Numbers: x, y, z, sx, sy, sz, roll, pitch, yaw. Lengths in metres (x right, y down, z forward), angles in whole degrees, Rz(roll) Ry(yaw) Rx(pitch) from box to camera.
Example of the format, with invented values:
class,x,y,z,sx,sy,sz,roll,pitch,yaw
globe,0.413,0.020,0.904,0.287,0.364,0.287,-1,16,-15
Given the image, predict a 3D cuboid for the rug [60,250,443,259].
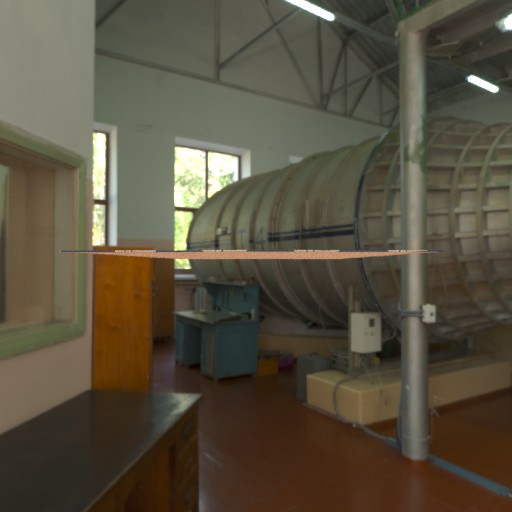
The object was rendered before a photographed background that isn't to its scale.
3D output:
class,x,y,z,sx,sy,sz,roll,pitch,yaw
rug,0.000,0.000,2.186,1.153,0.010,1.755,0,-1,1
